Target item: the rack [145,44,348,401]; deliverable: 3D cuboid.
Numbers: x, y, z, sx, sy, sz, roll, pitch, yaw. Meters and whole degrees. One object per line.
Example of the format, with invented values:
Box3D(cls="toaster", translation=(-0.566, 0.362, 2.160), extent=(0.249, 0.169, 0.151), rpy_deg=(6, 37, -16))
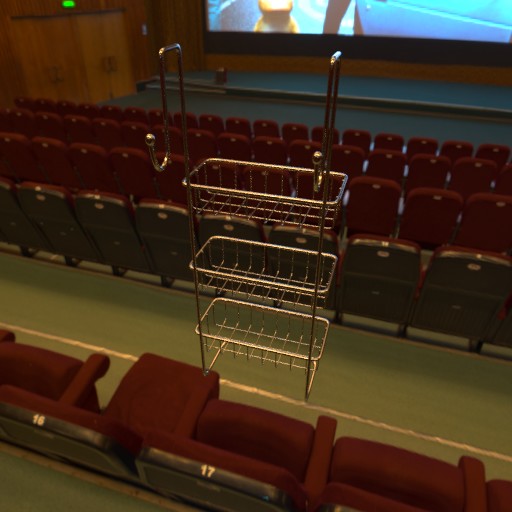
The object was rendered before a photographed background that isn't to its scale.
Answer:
Box3D(cls="rack", translation=(0.000, 0.000, 0.664), extent=(0.228, 0.574, 0.202), rpy_deg=(10, 34, 15))
